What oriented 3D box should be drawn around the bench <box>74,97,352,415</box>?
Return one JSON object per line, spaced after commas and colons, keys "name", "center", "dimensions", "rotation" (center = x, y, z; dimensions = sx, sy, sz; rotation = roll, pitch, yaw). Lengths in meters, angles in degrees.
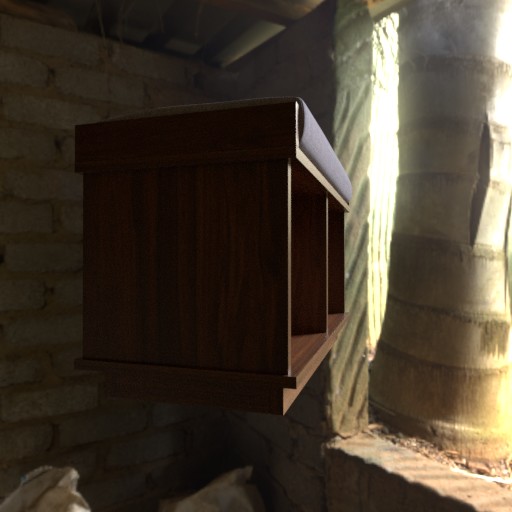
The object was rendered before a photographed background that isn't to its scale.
{"name": "bench", "center": [0.000, 0.000, 0.984], "dimensions": [0.362, 0.461, 0.734], "rotation": [0, 0, 17]}
